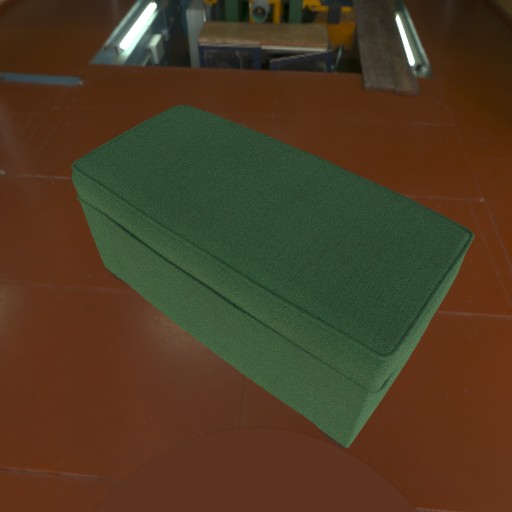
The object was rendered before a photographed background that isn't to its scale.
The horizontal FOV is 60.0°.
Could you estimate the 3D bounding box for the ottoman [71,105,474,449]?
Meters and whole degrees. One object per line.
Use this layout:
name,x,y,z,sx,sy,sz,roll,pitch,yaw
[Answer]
ottoman,0.000,0.000,1.232,0.957,0.471,0.483,31,54,25
